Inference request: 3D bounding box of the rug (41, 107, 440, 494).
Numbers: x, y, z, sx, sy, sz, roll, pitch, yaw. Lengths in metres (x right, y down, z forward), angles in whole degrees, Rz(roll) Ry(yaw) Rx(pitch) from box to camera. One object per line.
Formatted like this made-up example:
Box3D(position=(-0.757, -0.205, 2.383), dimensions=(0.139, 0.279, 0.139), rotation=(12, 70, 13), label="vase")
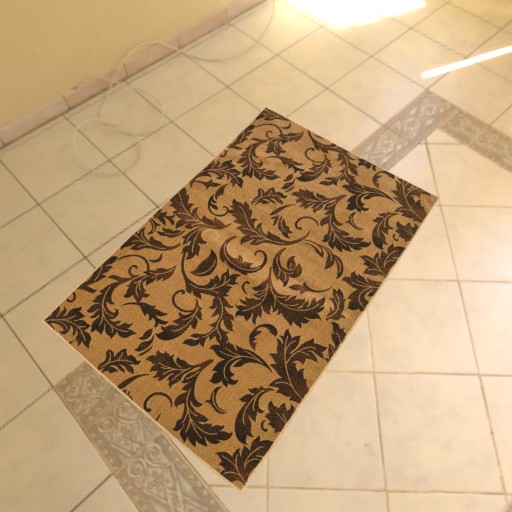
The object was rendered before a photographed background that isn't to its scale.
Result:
Box3D(position=(0.000, 0.000, 2.867), dimensions=(1.522, 0.008, 2.284), rotation=(33, 66, 17), label="rug")
